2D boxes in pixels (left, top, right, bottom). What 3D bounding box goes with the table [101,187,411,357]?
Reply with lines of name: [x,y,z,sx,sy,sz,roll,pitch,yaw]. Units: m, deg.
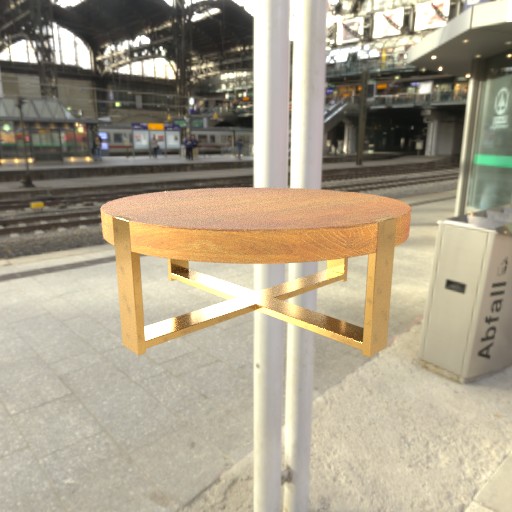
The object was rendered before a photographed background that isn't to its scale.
table: [0.000,0.000,1.715,1.100,0.420,1.100,0,14,0]
